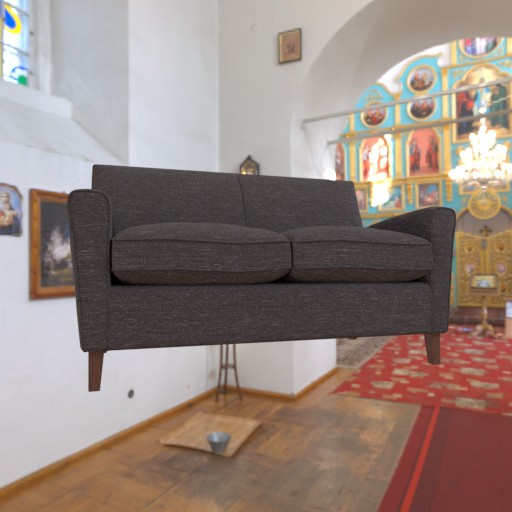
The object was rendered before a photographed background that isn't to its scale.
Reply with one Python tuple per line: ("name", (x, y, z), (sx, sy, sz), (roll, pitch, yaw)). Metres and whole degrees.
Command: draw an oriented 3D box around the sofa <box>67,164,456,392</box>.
("sofa", (0.000, 0.000, 1.999), (1.509, 0.905, 0.867), (0, -2, -17))
